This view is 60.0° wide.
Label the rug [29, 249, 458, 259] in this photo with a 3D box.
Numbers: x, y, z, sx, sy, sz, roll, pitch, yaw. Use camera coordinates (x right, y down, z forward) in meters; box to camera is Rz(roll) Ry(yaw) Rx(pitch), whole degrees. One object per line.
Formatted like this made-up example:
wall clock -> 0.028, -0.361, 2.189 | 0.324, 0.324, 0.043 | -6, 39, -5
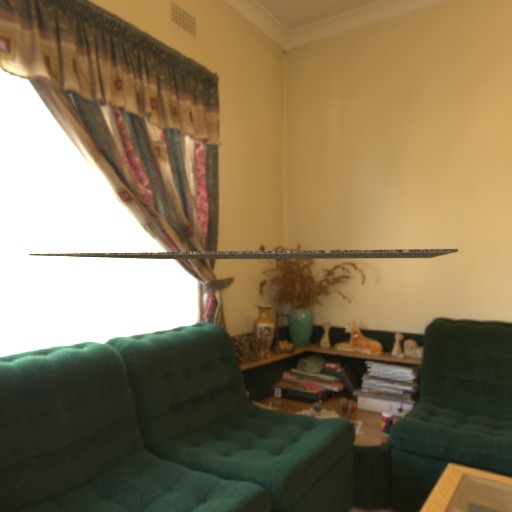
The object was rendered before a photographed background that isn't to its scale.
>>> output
rug -> 0.000, 0.000, 2.314 | 1.808, 0.011, 1.189 | 0, -1, 18
